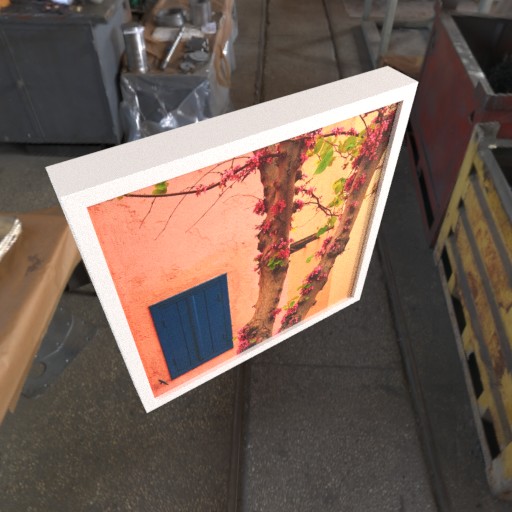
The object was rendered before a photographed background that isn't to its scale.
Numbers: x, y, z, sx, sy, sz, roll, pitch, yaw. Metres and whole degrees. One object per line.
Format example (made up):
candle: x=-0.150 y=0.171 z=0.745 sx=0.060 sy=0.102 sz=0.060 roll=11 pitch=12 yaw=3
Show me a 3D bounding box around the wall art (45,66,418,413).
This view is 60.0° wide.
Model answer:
wall art: x=0.000 y=0.000 z=0.447 sx=0.305 sy=0.302 sz=0.038 roll=-24 pitch=51 yaw=-21
